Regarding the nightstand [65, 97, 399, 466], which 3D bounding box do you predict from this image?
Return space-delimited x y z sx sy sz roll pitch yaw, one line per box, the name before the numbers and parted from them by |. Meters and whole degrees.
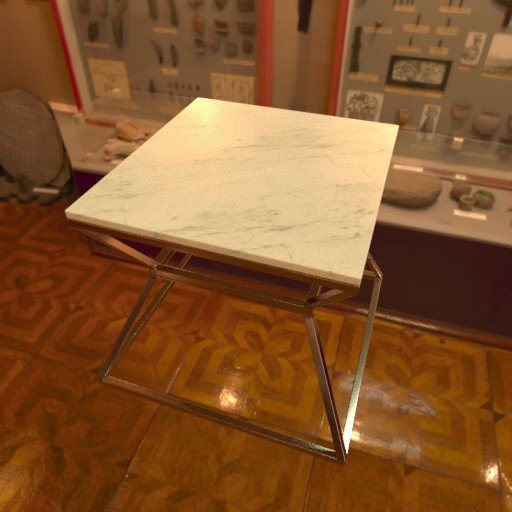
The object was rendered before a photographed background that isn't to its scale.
nightstand | 0.000 0.000 0.897 0.514 0.426 0.513 13 42 15
